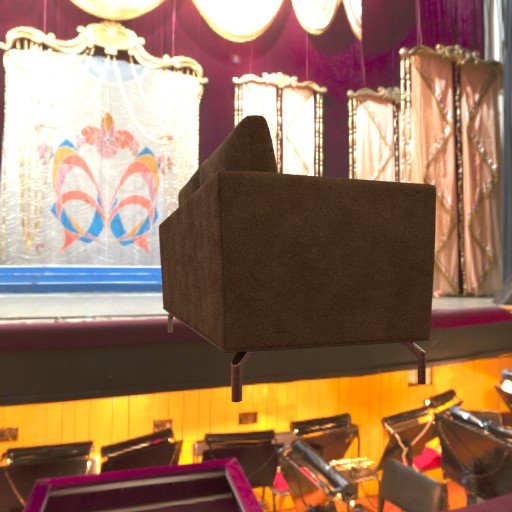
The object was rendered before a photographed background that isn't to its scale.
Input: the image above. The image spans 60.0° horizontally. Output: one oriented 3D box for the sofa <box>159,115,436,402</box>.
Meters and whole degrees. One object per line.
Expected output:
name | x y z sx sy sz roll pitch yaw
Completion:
sofa | 0.000 0.000 2.382 0.855 1.013 1.832 1 -2 -18
